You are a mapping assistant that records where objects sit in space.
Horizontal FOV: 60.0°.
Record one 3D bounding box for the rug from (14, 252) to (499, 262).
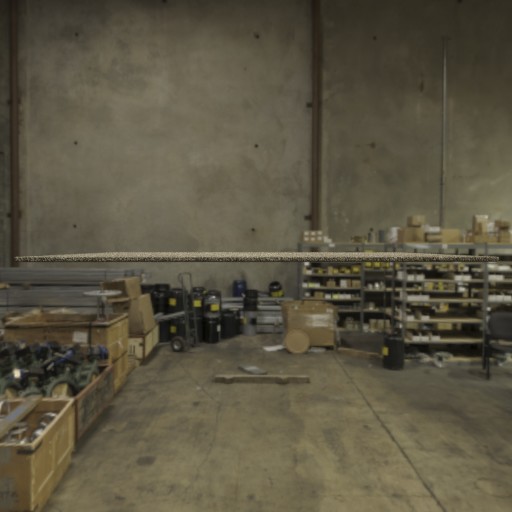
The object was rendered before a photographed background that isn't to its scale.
[{"bbox_3d":[0.000,0.000,2.882,2.350,0.025,1.502,0,1,-1],"label":"rug"}]
